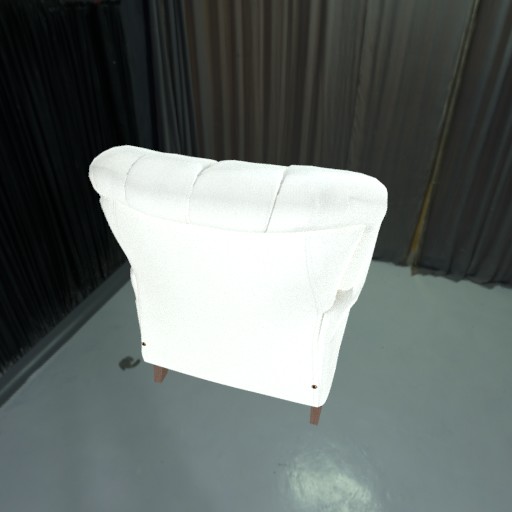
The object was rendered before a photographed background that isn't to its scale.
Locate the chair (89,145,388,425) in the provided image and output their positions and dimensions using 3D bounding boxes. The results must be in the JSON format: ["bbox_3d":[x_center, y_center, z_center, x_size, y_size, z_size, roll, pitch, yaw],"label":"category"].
[{"bbox_3d":[0.000,0.000,1.974,1.035,1.169,1.132,10,34,15],"label":"chair"}]
